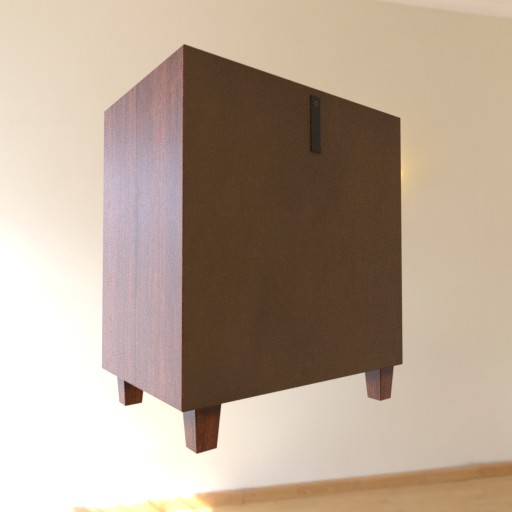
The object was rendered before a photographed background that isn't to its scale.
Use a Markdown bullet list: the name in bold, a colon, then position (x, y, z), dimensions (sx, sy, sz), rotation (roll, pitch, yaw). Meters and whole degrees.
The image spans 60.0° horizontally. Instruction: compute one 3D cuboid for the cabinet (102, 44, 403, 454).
- **cabinet**: position (0.000, 0.000, 1.075), dimensions (0.607, 0.695, 0.410), rotation (1, -2, -37)
